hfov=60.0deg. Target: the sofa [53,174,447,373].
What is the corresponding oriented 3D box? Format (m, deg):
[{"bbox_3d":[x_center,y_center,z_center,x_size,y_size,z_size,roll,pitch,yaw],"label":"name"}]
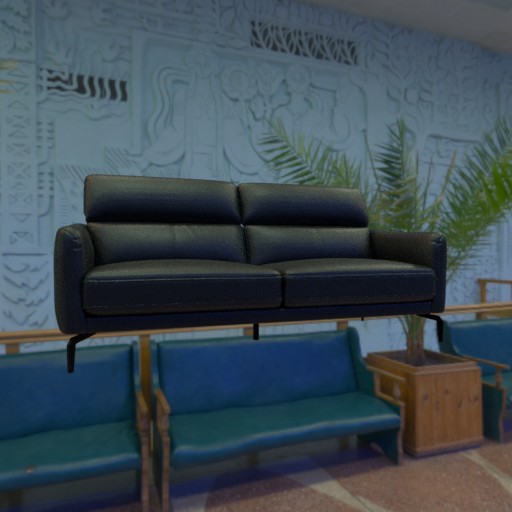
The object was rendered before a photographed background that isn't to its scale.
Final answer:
[{"bbox_3d":[0.000,0.000,2.525,2.069,0.957,0.856,0,1,-19],"label":"sofa"}]
